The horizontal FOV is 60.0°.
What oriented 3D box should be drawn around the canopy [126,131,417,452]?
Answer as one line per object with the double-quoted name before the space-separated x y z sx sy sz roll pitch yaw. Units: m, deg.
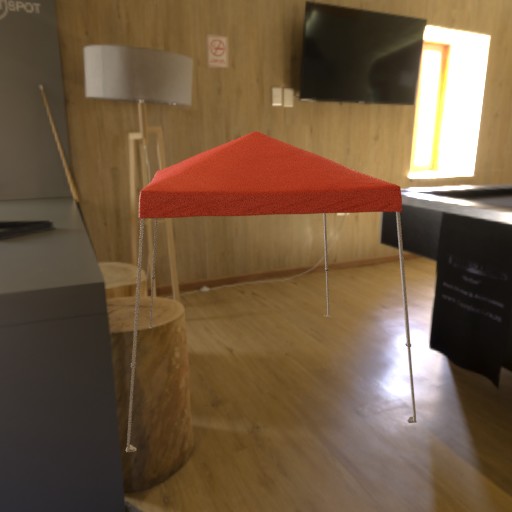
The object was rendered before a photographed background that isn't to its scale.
"canopy" 0.000 0.000 5.262 2.850 2.850 2.849 -2 15 -9
